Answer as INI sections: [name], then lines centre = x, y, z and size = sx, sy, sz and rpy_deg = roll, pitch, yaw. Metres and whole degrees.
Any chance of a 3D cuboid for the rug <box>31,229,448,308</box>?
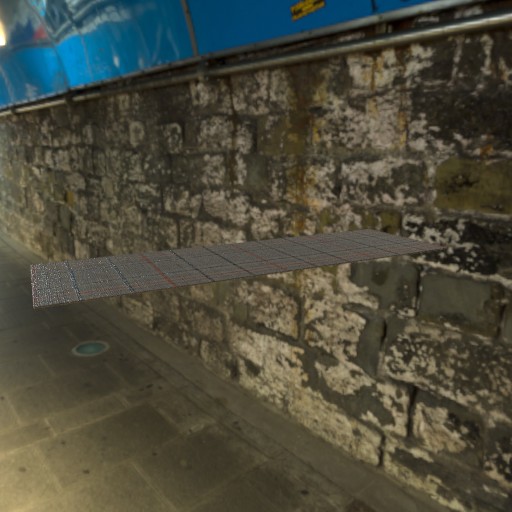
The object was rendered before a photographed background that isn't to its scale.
[rug]
centre = 0.000, 0.000, 2.689
size = 2.439, 0.008, 0.762
rpy_deg = -7, 15, -26
